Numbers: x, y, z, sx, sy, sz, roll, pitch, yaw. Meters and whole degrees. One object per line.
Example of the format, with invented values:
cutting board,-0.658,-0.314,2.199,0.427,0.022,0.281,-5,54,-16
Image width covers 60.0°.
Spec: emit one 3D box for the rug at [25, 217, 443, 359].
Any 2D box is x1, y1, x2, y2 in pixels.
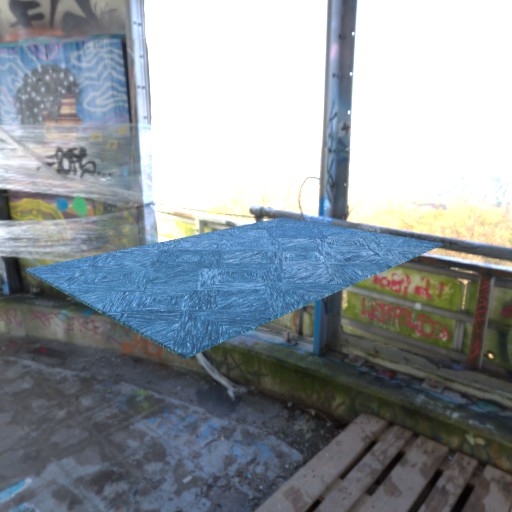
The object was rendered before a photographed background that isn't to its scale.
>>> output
rug,0.000,0.000,2.832,1.490,0.015,2.277,14,21,42
